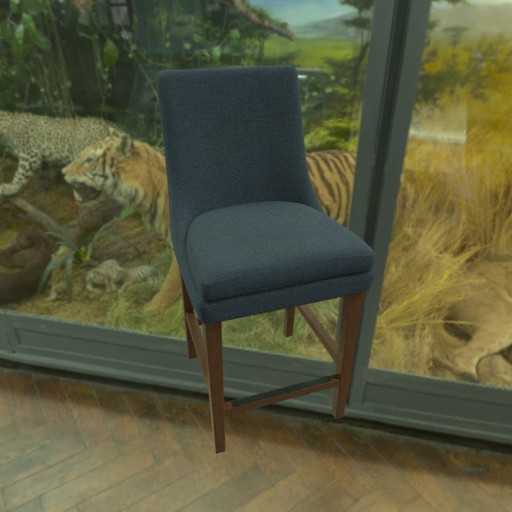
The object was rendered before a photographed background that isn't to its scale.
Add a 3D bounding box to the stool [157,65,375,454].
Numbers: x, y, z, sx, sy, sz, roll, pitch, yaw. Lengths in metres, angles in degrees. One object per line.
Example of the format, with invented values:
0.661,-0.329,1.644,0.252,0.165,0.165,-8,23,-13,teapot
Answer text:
0.000,0.000,1.317,0.470,0.981,0.577,-10,31,-16,stool
